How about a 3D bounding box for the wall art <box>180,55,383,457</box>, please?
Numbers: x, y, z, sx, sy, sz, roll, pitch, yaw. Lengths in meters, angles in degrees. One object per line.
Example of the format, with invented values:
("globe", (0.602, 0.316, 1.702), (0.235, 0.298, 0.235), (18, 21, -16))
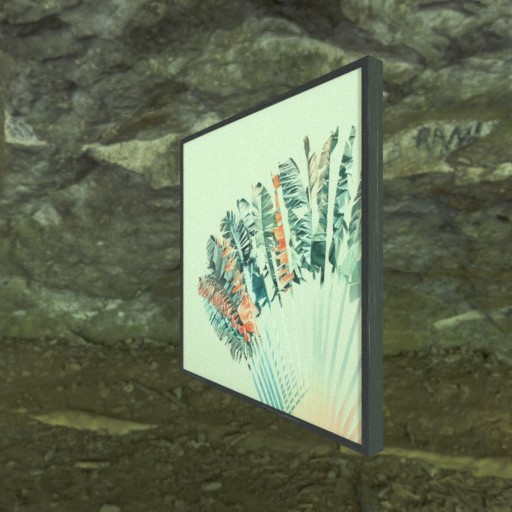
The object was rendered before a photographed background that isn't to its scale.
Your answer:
("wall art", (0.000, 0.000, 1.153), (0.043, 0.758, 0.762), (0, 0, -37))
